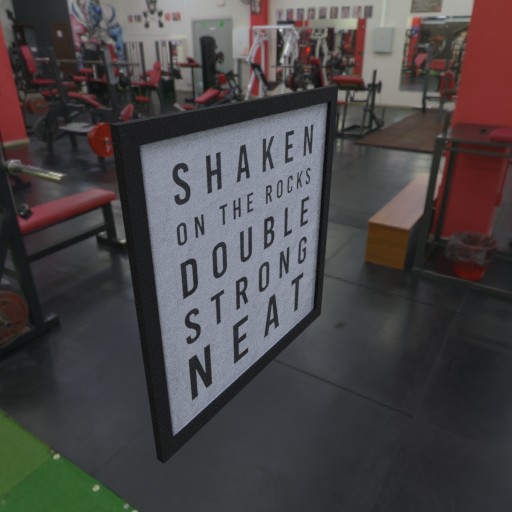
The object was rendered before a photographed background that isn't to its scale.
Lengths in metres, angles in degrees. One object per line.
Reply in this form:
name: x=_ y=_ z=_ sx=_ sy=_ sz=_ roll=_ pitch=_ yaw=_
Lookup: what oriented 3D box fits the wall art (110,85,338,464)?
wall art: x=0.000 y=0.000 z=0.683 sx=0.013 sy=0.458 sz=0.456 roll=18 pitch=31 yaw=32
